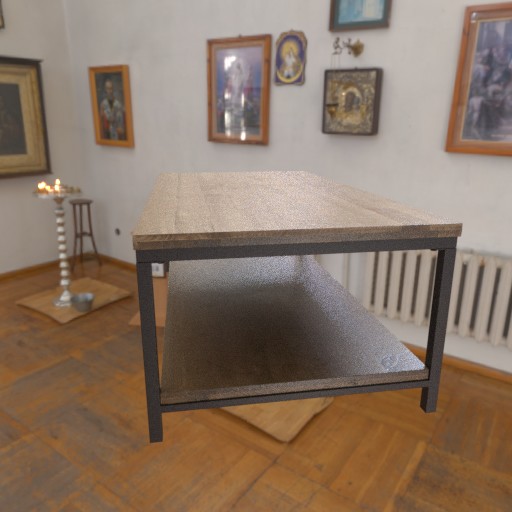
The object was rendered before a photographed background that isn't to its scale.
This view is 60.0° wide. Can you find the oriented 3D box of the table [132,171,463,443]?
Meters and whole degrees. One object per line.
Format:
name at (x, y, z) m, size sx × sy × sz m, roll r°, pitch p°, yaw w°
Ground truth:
table at (0.000, 0.000, 1.305) m, size 0.574 × 0.393 × 1.062 m, roll -3°, pitch 16°, yaw -9°
